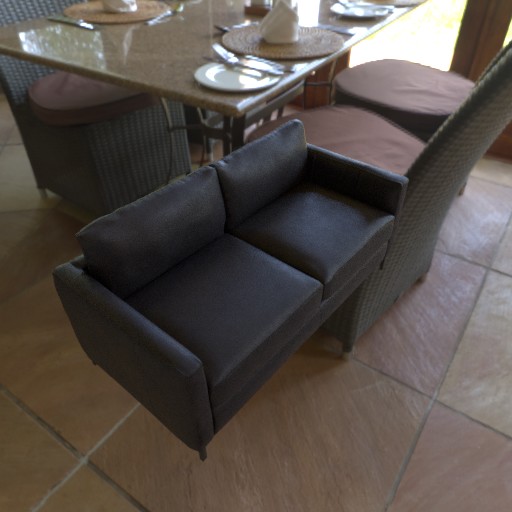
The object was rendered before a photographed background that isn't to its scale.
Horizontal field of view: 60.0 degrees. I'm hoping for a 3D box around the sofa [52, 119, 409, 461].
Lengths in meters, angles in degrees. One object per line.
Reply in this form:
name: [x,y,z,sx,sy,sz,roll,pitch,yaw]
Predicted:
sofa: [0.000,0.000,2.379,0.947,0.883,1.805,26,46,28]
